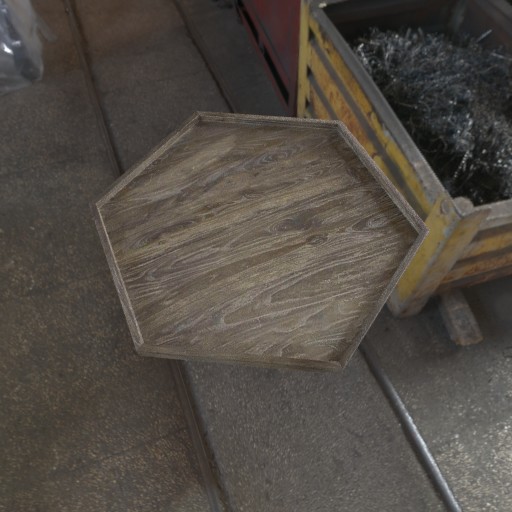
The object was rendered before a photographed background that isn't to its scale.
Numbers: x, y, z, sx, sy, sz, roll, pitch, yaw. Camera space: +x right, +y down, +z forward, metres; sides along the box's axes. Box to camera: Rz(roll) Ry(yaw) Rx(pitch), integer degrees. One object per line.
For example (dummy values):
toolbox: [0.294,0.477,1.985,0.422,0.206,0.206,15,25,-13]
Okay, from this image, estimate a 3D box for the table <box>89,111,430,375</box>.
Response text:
table: [0.000,0.000,1.649,0.966,0.488,1.115,31,63,18]
